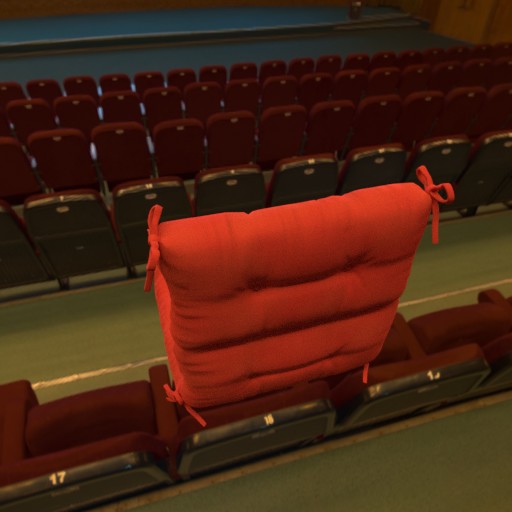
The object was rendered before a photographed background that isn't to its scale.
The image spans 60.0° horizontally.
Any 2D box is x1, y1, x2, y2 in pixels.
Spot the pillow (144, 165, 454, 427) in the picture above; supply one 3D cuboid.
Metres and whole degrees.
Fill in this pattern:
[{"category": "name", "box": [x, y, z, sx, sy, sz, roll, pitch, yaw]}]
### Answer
[{"category": "pillow", "box": [0.000, 0.000, 1.017, 0.519, 0.605, 0.571, -11, 41, -13]}]
